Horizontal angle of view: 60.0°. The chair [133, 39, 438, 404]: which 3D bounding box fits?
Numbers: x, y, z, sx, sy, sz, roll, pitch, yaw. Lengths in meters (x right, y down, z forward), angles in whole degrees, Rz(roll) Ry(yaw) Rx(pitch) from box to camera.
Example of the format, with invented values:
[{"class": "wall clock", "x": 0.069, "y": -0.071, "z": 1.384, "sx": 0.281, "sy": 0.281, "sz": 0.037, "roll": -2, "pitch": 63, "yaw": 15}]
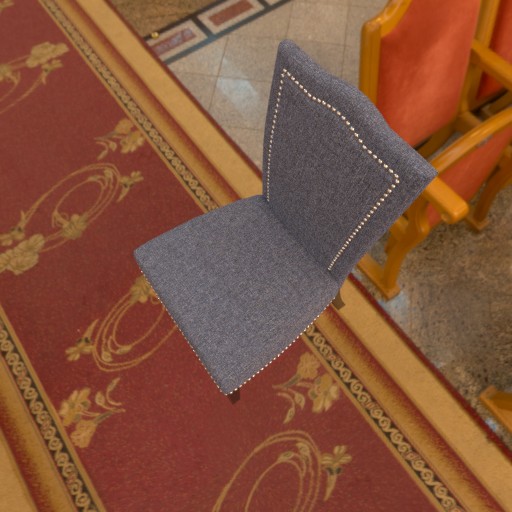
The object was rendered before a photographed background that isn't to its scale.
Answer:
[{"class": "chair", "x": 0.000, "y": 0.000, "z": 1.296, "sx": 0.589, "sy": 0.946, "sz": 0.518, "roll": -33, "pitch": 68, "yaw": -15}]
